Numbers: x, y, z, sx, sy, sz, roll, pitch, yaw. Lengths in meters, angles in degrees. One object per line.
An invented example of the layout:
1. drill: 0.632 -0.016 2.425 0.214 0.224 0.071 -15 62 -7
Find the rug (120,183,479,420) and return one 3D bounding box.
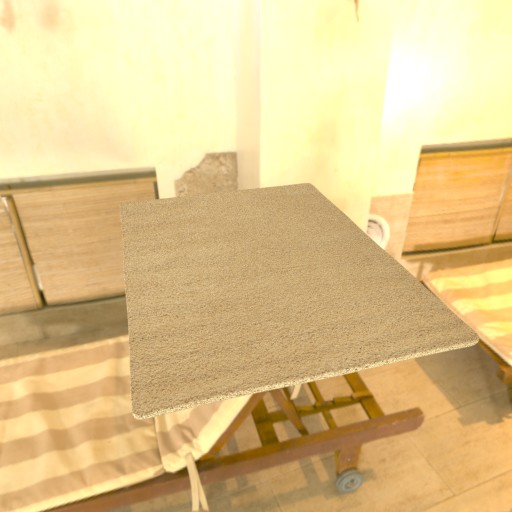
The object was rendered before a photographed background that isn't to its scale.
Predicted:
1. rug: 0.000 0.000 2.078 1.199 0.025 1.600 -8 31 -14
